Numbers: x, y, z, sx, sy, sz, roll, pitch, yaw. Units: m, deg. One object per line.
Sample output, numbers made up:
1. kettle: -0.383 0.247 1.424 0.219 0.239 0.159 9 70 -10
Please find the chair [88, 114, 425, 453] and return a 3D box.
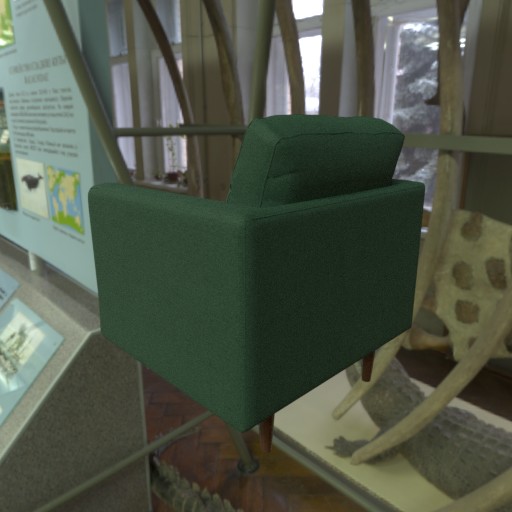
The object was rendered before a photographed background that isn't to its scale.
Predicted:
1. chair: 0.000 0.000 1.539 0.855 0.927 0.800 -15 22 -42
